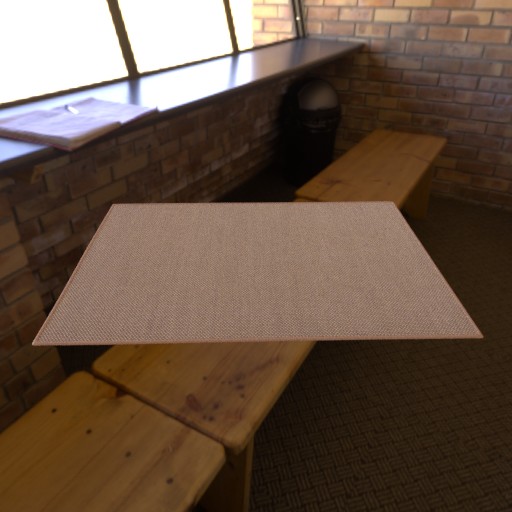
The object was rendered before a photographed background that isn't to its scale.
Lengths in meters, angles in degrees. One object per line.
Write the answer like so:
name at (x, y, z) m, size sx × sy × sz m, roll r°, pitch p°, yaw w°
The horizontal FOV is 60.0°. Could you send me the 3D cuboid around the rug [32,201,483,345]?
rug at (0.000, 0.000, 2.727) m, size 2.134 × 0.013 × 1.524 m, roll -1°, pitch 32°, yaw -1°
